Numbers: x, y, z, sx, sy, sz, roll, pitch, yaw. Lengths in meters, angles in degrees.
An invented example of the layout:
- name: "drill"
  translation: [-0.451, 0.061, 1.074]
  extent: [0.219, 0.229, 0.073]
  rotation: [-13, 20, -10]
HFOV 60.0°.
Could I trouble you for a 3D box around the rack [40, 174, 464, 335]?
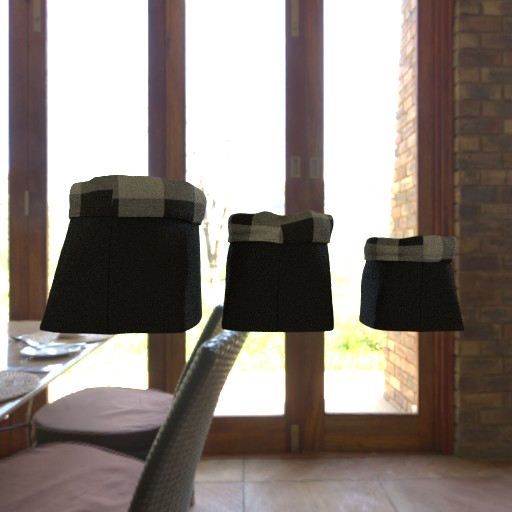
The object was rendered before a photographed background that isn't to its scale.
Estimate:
- name: "rack"
  translation: [0.000, 0.000, 1.049]
  extent: [0.889, 0.329, 0.370]
  rotation: [0, 0, 1]
